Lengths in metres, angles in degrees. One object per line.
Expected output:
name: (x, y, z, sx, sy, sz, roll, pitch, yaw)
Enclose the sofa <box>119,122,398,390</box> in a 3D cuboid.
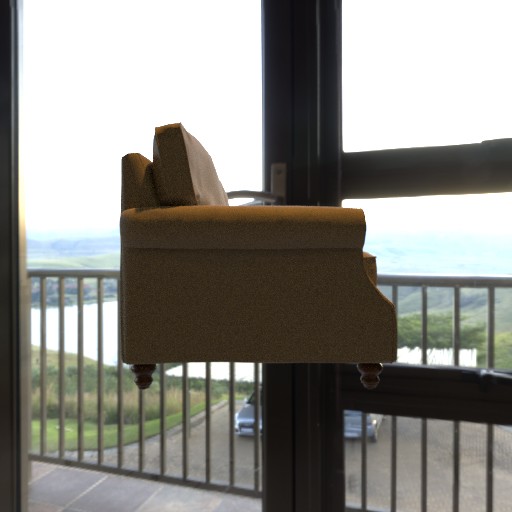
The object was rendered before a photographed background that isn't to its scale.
sofa: (0.000, 0.000, 2.250, 0.964, 0.937, 1.665, 0, 0, -1)
